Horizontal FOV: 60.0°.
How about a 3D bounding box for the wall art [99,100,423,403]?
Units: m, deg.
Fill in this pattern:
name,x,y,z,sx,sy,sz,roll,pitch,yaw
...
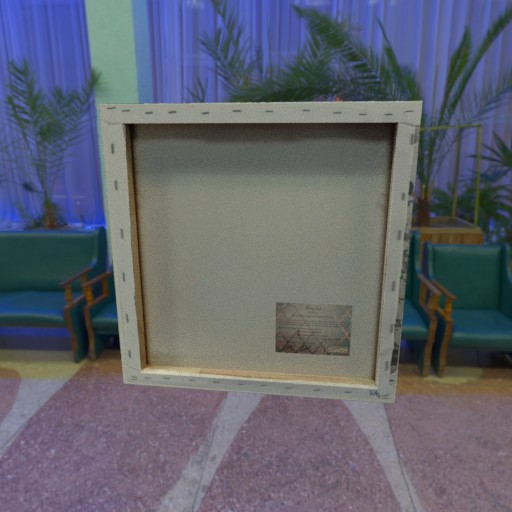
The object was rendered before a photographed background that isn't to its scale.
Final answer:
name,x,y,z,sx,sy,sz,roll,pitch,yaw
wall art,0.000,0.000,0.468,0.302,0.306,0.038,2,15,7
